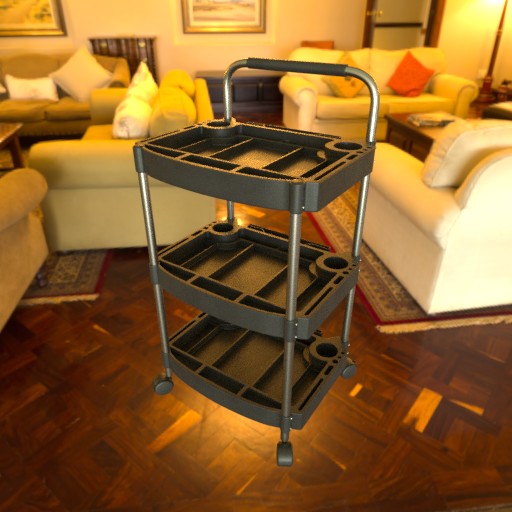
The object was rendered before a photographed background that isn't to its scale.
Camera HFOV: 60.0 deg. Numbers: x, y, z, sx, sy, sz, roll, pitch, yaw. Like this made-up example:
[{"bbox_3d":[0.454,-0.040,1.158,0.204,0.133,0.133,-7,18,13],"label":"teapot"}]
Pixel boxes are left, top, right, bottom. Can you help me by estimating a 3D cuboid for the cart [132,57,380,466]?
[{"bbox_3d":[0.000,0.000,1.366,0.584,1.075,0.518,19,35,29],"label":"cart"}]
